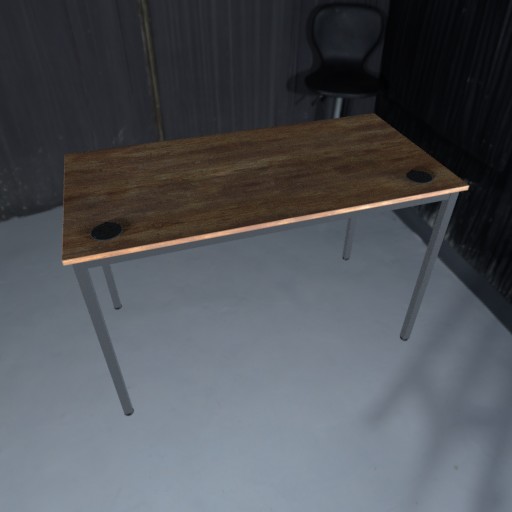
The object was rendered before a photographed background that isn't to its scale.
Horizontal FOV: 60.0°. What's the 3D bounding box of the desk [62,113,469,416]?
[{"bbox_3d":[0.000,0.000,1.693,1.200,0.749,0.600,-11,41,-13],"label":"desk"}]
